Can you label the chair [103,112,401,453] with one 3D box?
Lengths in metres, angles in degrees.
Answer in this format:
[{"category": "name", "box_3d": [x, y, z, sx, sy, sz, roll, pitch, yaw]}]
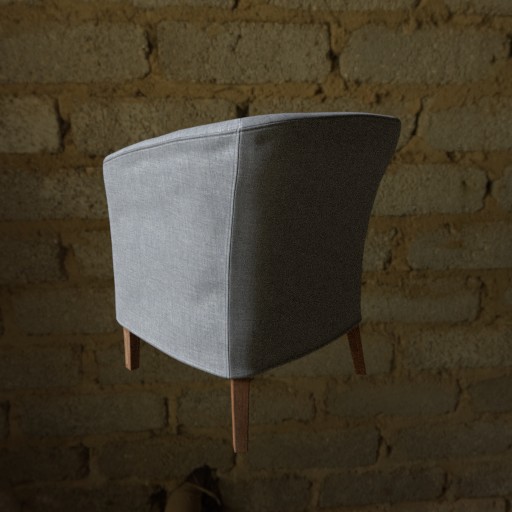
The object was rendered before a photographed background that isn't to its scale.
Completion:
[{"category": "chair", "box_3d": [0.000, 0.000, 1.271, 0.600, 0.771, 0.668, -15, 22, -41]}]
